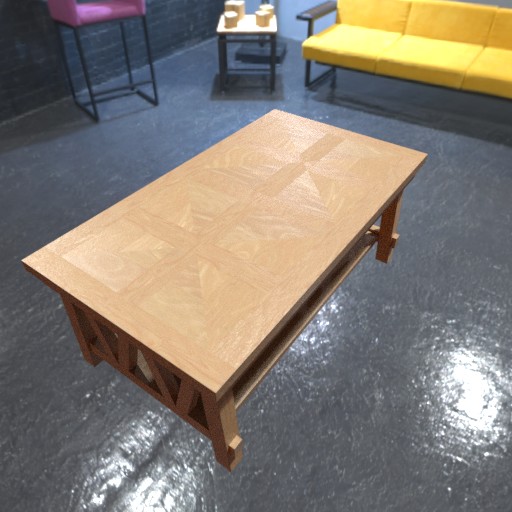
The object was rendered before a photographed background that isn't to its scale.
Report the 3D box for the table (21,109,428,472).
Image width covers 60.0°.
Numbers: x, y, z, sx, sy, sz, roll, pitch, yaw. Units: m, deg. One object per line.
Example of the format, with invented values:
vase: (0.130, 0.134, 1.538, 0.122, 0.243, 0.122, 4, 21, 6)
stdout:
table: (0.000, 0.000, 1.643, 0.711, 0.507, 1.270, 26, 48, 26)
